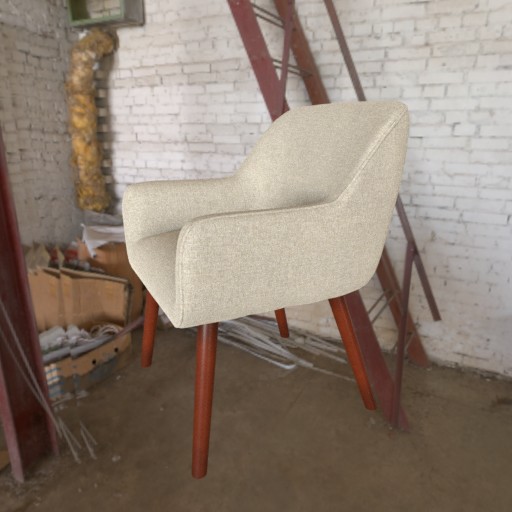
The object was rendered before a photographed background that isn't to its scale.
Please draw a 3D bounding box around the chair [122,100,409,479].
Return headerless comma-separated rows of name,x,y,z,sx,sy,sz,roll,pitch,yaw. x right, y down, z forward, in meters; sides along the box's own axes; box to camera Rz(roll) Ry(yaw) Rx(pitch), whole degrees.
chair,0.000,0.000,1.226,0.610,0.813,0.610,-8,18,-25
